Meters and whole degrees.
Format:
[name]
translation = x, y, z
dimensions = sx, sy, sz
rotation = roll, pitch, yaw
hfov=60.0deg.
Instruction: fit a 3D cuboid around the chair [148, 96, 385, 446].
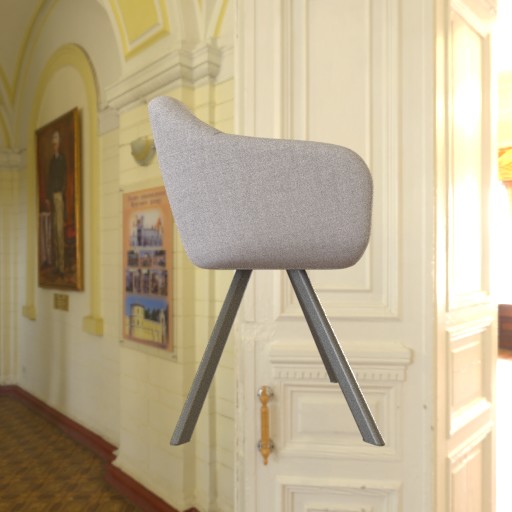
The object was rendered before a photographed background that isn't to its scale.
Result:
[chair]
translation = 0.000, 0.000, 1.174
dimensions = 0.550, 0.795, 0.590
rotation = 0, 0, 0
